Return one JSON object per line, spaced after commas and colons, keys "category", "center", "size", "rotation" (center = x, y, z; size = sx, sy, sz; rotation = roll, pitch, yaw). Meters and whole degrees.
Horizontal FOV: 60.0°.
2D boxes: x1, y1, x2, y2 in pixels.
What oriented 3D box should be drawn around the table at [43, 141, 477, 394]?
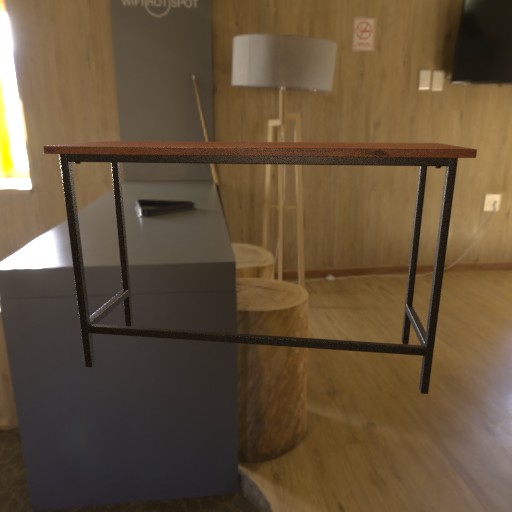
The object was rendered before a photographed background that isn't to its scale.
{"category": "table", "center": [0.000, 0.000, 1.515], "size": [1.204, 0.740, 0.408], "rotation": [2, 17, 8]}
